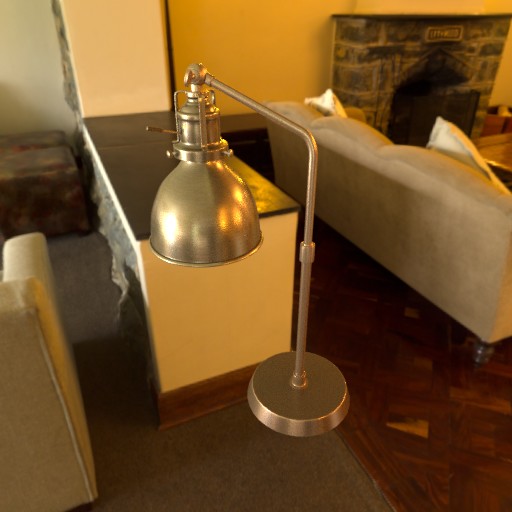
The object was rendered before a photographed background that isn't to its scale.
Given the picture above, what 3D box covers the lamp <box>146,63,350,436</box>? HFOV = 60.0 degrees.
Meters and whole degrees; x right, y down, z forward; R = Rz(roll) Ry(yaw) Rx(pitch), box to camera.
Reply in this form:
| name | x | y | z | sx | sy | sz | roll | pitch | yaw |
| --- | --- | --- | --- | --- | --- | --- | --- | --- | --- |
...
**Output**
| name | x | y | z | sx | sy | sz | roll | pitch | yaw |
| --- | --- | --- | --- | --- | --- | --- | --- | --- | --- |
| lamp | 0.000 | 0.000 | 0.573 | 0.286 | 0.456 | 0.153 | 8 | 30 | 15 |
